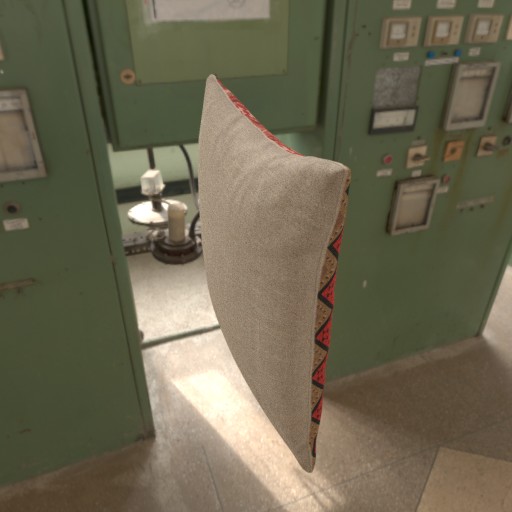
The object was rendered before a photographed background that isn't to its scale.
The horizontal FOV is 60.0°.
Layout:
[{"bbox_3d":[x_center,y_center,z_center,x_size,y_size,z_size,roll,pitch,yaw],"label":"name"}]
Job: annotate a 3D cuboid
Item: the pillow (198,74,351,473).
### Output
[{"bbox_3d":[0.000,0.000,0.770,0.158,0.511,0.513,-11,34,-17],"label":"pillow"}]
